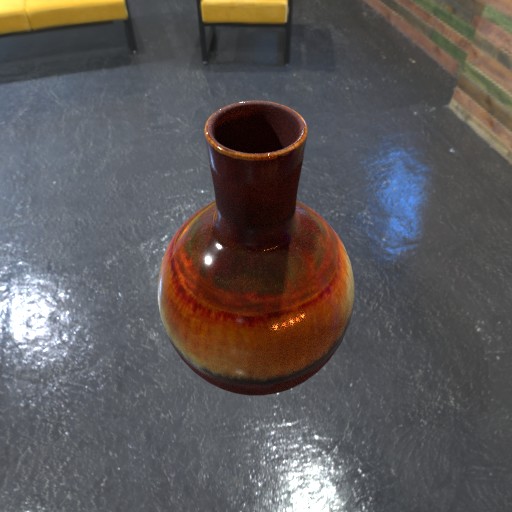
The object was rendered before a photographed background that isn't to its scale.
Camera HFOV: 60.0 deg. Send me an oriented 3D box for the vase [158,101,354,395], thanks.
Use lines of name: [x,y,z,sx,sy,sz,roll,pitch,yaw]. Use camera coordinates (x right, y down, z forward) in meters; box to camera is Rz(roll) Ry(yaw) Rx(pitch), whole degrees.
vase: [0.000,0.000,0.233,0.111,0.154,0.111,0,48,0]
